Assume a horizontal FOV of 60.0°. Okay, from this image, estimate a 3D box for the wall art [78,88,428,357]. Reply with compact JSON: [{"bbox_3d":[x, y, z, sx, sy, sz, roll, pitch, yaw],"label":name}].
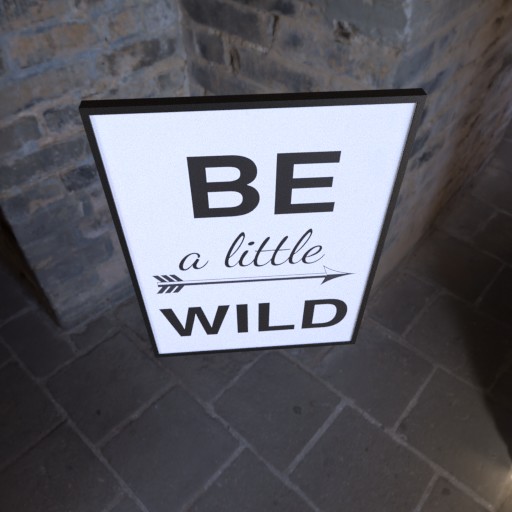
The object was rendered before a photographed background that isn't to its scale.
[{"bbox_3d":[0.000,0.000,1.415,0.806,1.062,0.038,-3,46,-3],"label":"wall art"}]
